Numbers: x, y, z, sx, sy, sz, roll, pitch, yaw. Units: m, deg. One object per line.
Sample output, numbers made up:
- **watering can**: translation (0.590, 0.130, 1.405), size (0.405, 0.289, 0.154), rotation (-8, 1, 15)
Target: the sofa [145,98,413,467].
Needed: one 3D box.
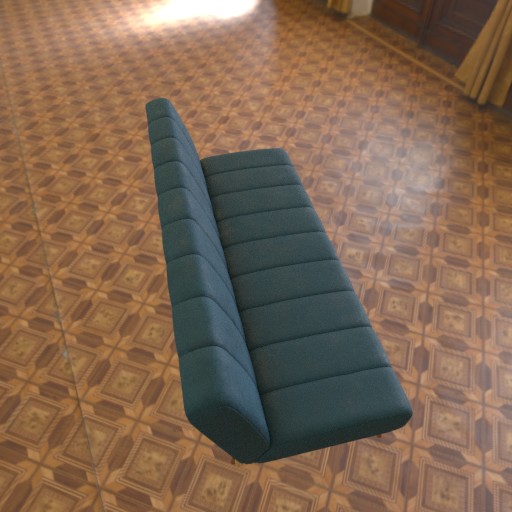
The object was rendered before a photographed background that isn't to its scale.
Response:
- **sofa**: translation (0.000, 0.000, 2.171), size (0.830, 0.825, 1.810), rotation (-10, 48, -9)
